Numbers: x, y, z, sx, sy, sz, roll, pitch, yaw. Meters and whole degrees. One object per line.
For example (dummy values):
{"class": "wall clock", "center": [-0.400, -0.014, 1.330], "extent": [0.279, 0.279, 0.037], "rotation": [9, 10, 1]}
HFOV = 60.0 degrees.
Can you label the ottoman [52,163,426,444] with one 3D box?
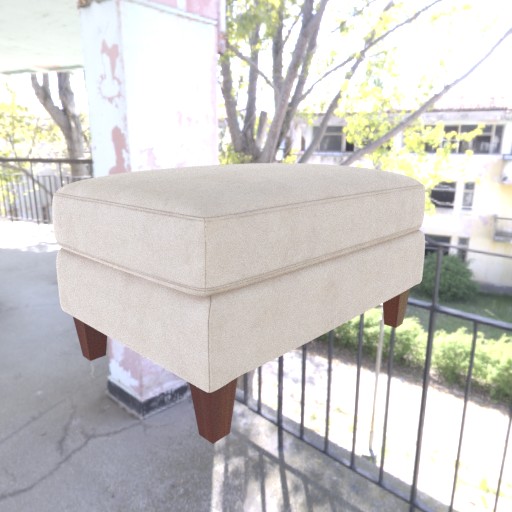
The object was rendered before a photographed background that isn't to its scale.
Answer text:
{"class": "ottoman", "center": [0.000, 0.000, 1.194], "extent": [0.584, 0.483, 0.864], "rotation": [13, 19, 42]}
